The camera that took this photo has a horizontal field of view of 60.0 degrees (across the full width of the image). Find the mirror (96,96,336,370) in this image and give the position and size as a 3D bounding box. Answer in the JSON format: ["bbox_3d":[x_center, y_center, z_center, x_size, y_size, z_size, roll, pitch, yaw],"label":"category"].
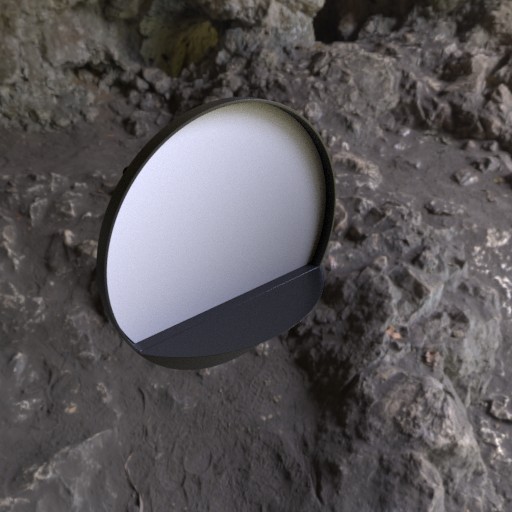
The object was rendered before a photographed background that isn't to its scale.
[{"bbox_3d":[0.000,0.000,0.694,0.457,0.457,0.133,-22,37,-34],"label":"mirror"}]
